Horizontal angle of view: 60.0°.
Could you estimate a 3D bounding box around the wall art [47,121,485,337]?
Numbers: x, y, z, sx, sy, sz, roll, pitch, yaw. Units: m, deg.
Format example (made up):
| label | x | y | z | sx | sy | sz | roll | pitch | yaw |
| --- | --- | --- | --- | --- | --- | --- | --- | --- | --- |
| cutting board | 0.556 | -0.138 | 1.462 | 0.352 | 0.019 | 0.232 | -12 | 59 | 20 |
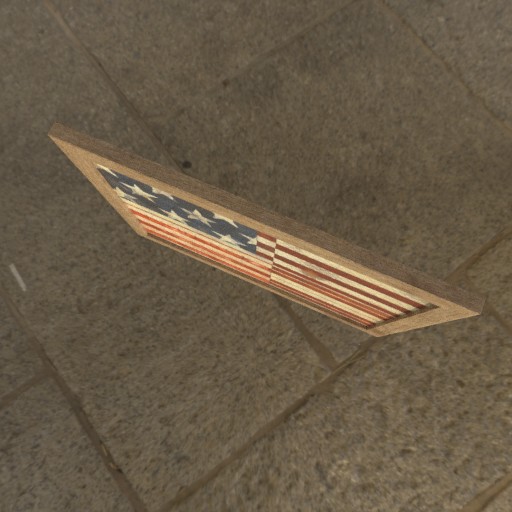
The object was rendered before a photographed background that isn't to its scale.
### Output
| label | x | y | z | sx | sy | sz | roll | pitch | yaw |
| --- | --- | --- | --- | --- | --- | --- | --- | --- | --- |
| wall art | 0.000 | 0.000 | 0.910 | 0.690 | 0.535 | 0.026 | 23 | 77 | 5 |
